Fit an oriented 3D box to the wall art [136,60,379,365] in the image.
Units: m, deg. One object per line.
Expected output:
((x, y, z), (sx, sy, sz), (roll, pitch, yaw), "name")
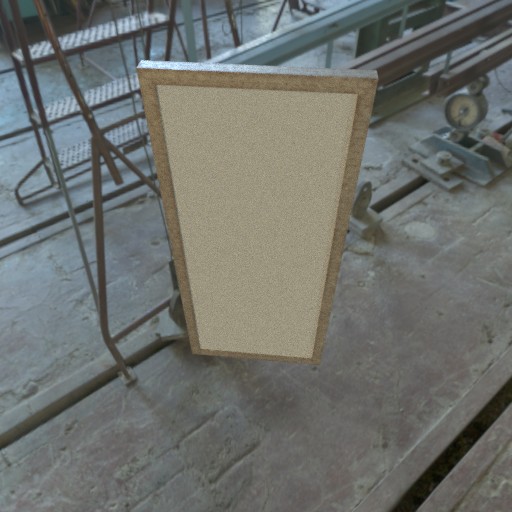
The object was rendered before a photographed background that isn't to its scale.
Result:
((0.000, 0.000, 1.724), (0.648, 1.461, 0.051), (4, 47, 4), "wall art")
